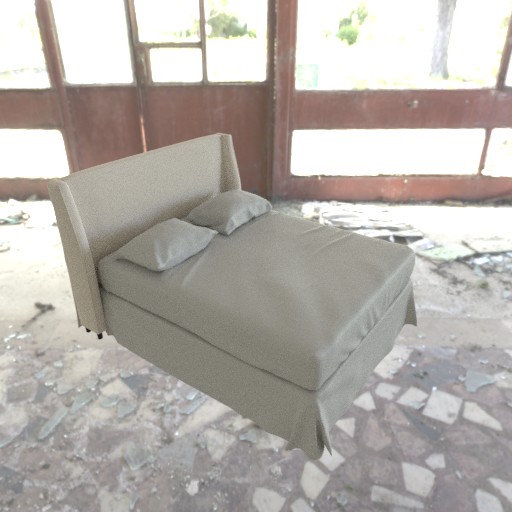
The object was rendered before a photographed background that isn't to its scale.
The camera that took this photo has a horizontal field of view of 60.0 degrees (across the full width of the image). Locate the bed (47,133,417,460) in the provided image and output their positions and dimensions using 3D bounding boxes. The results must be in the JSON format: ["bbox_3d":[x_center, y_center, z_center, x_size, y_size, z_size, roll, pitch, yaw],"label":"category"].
[{"bbox_3d":[0.000,0.000,3.486,2.276,1.332,1.925,19,33,31],"label":"bed"}]
